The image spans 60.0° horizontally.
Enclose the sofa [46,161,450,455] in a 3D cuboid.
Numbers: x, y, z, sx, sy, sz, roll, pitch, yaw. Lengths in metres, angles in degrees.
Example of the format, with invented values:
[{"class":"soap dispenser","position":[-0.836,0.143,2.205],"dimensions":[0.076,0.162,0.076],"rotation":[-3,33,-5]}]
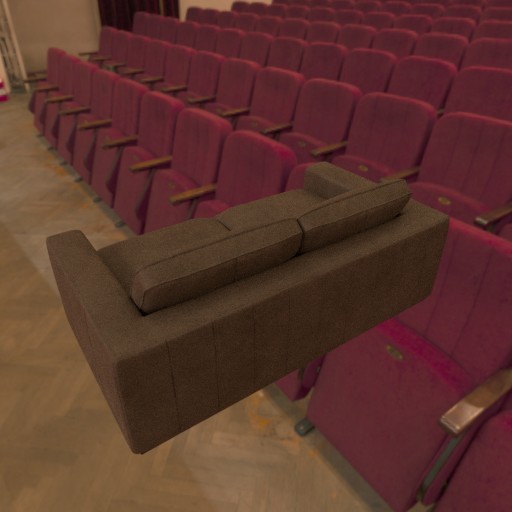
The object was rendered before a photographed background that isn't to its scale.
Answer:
[{"class":"sofa","position":[0.000,0.000,2.431],"dimensions":[1.920,0.800,1.070],"rotation":[-20,38,-28]}]
